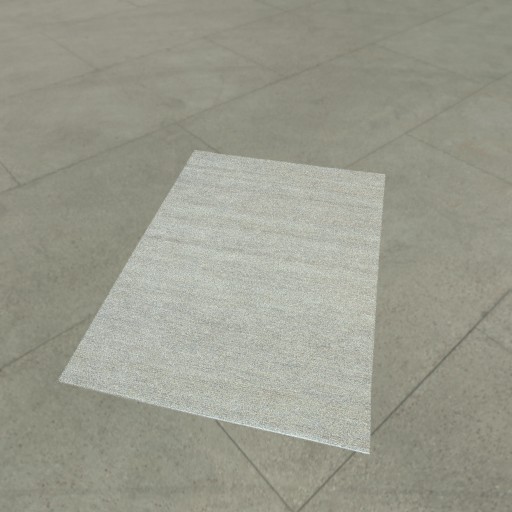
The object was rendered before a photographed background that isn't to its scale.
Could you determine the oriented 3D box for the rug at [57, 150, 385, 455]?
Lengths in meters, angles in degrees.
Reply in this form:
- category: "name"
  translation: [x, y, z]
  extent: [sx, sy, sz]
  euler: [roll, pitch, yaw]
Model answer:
- category: "rug"
  translation: [0.000, 0.000, 2.955]
  extent: [1.624, 0.030, 2.264]
  euler: [10, 47, 9]
